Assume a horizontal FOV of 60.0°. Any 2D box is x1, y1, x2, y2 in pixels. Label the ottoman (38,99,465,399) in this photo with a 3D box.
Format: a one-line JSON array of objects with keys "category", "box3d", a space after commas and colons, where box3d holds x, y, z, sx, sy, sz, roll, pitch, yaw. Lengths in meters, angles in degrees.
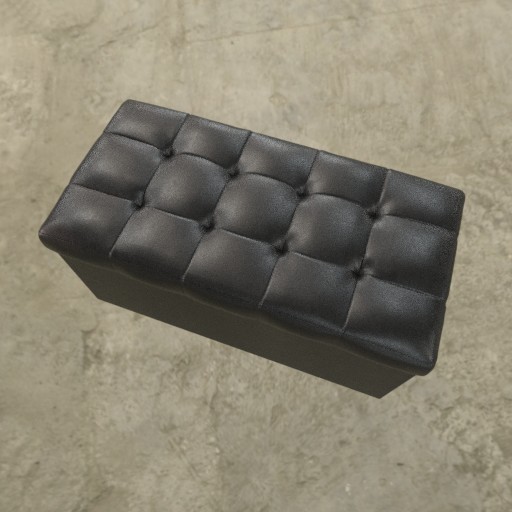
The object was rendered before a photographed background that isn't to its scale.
[{"category": "ottoman", "box3d": [0.000, 0.000, 1.124, 0.838, 0.470, 0.432, 18, 65, 9]}]
